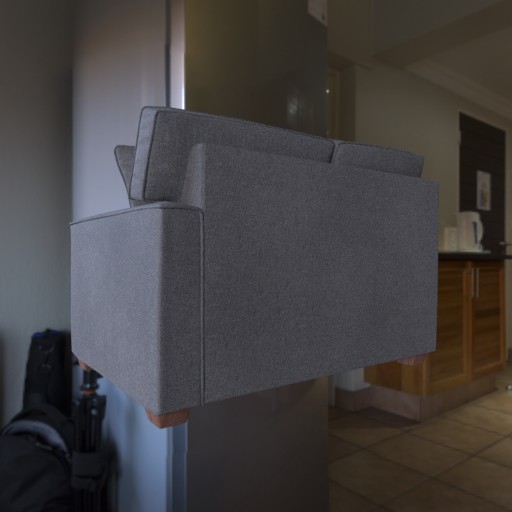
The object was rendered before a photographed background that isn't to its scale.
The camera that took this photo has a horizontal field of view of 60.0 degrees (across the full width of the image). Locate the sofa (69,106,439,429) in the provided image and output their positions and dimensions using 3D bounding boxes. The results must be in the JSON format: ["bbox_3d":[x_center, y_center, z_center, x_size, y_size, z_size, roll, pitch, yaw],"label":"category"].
[{"bbox_3d":[0.000,0.000,2.005,1.388,0.989,0.991,0,1,-36],"label":"sofa"}]
